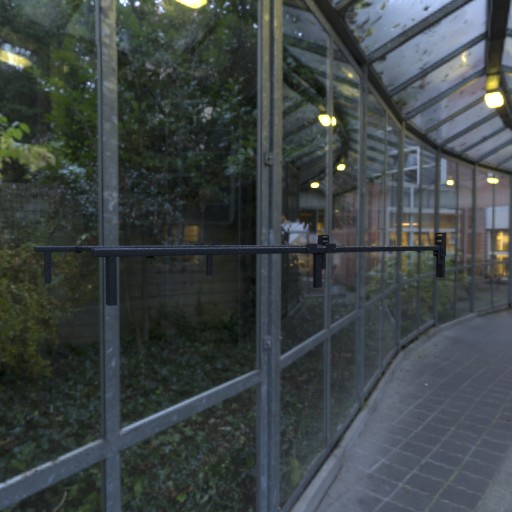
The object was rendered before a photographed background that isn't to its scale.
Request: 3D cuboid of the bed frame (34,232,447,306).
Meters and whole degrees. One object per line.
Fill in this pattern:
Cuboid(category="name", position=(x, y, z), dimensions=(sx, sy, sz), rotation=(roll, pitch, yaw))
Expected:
Cuboid(category="bed frame", position=(0.000, 0.000, 2.268), dimensions=(1.897, 0.248, 0.968), rotation=(-1, 2, -36))
